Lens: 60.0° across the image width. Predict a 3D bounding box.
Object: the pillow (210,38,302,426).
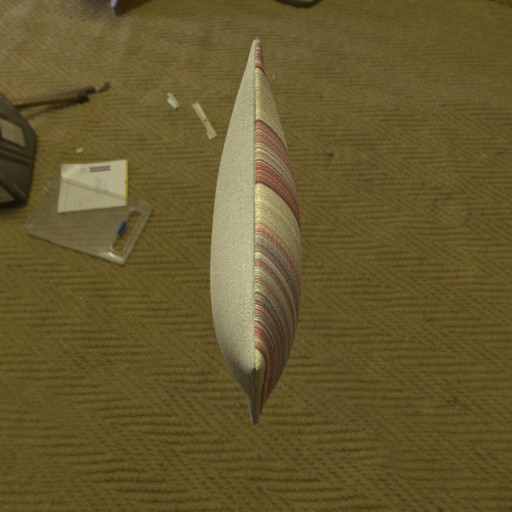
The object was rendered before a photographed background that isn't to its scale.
[{"bbox_3d":[0.000,0.000,0.663,0.136,0.419,0.437,0,63,0],"label":"pillow"}]
